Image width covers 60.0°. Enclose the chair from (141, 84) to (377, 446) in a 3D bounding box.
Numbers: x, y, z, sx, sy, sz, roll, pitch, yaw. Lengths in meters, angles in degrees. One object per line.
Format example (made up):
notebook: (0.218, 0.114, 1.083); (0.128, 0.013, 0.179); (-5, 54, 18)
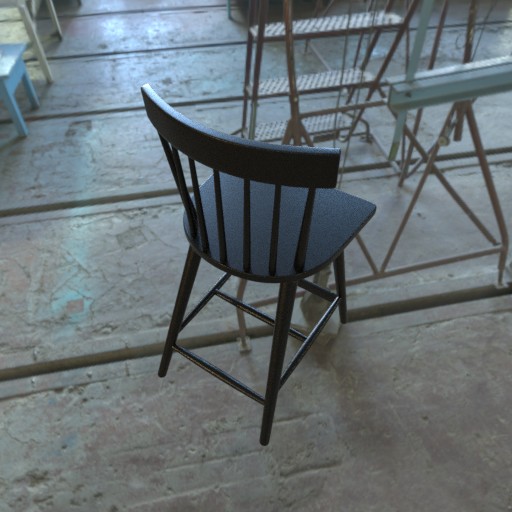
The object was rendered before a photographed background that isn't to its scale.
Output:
chair: (0.000, 0.000, 1.259); (0.483, 0.952, 0.572); (25, 52, 22)
